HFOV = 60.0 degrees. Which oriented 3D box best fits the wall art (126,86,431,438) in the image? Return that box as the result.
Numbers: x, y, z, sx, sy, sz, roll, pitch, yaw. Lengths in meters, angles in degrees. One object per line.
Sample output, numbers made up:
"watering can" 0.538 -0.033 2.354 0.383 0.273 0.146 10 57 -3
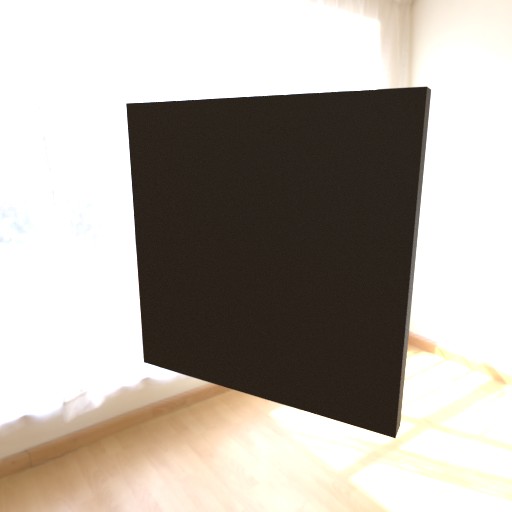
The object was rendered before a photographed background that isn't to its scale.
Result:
"wall art" 0.000 0.000 0.749 0.507 0.507 0.038 8 16 28
